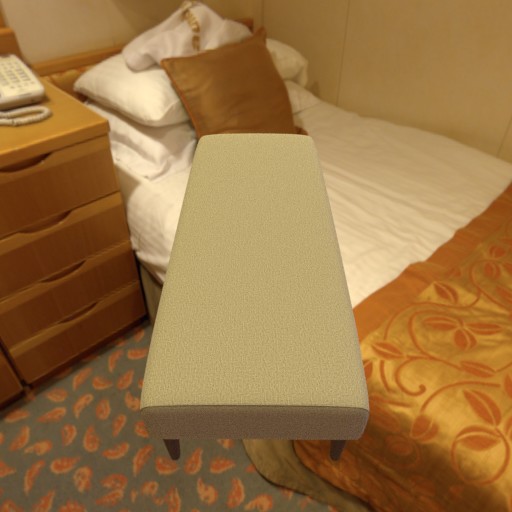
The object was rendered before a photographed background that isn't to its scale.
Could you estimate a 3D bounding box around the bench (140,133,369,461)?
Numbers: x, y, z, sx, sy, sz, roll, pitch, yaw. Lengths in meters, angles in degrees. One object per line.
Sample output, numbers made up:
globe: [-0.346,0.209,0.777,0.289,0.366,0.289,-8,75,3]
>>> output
bench: [0.000,0.000,1.867,0.646,0.393,1.609,0,40,0]
